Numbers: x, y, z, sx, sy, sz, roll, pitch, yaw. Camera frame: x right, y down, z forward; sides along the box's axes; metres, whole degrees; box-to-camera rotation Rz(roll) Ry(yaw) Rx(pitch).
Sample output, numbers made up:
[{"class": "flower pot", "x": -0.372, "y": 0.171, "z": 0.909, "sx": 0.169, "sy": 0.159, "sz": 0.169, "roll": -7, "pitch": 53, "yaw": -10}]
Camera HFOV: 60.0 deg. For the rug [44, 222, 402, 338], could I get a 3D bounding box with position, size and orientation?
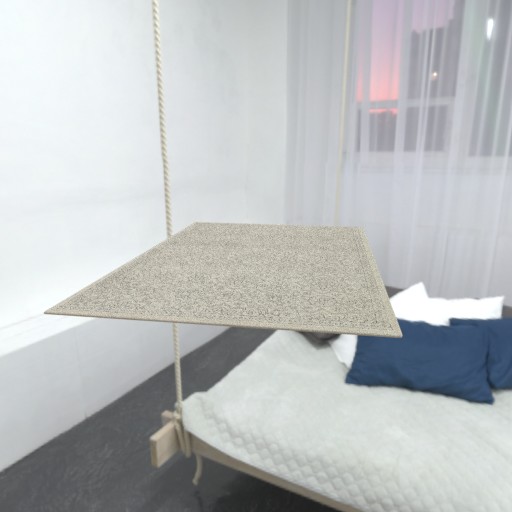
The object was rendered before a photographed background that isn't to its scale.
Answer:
[{"class": "rug", "x": 0.000, "y": 0.000, "z": 2.917, "sx": 1.524, "sy": 0.011, "sz": 2.286, "roll": 2, "pitch": 15, "yaw": 9}]
